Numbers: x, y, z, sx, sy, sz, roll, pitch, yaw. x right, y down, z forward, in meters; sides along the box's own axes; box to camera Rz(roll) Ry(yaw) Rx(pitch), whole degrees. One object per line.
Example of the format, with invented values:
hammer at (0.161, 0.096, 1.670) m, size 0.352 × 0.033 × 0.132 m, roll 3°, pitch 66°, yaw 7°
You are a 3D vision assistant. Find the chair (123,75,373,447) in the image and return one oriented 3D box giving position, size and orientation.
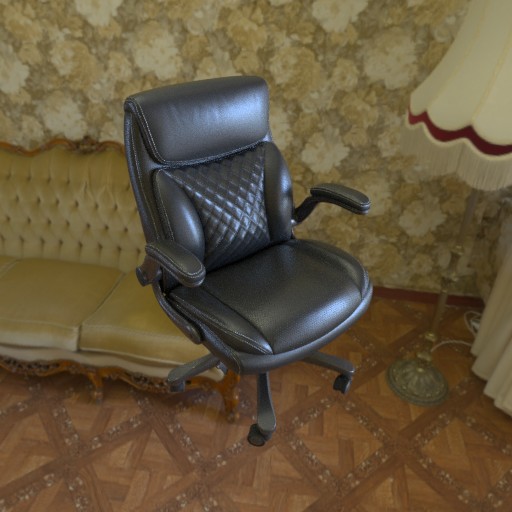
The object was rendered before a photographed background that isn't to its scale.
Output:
chair at (0.000, 0.000, 1.594) m, size 0.782 × 1.110 × 0.724 m, roll -23°, pitch 39°, yaw -32°
